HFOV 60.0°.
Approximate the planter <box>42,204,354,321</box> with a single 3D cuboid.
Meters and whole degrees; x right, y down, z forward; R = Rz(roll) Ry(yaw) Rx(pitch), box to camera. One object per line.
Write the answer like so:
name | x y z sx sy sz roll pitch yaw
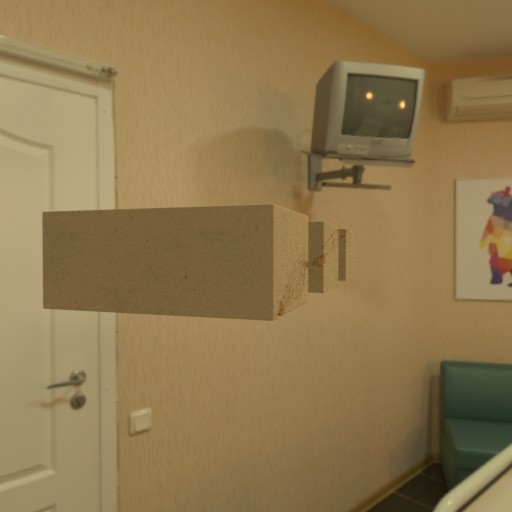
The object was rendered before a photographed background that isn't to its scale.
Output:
planter | 0.000 0.000 0.372 0.127 0.051 0.333 0 1 18
